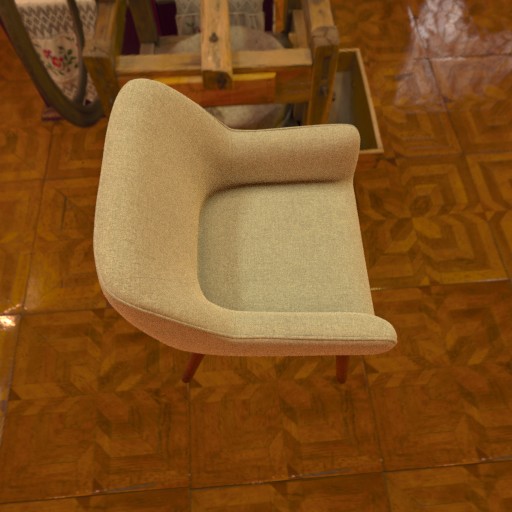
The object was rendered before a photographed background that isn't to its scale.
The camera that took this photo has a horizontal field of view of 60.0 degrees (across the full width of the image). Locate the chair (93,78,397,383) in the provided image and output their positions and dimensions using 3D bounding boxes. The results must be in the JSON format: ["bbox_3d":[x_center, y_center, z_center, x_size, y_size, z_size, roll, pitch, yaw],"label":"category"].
[{"bbox_3d":[0.000,0.000,1.214,0.610,0.813,0.610,-2,64,-1],"label":"chair"}]
